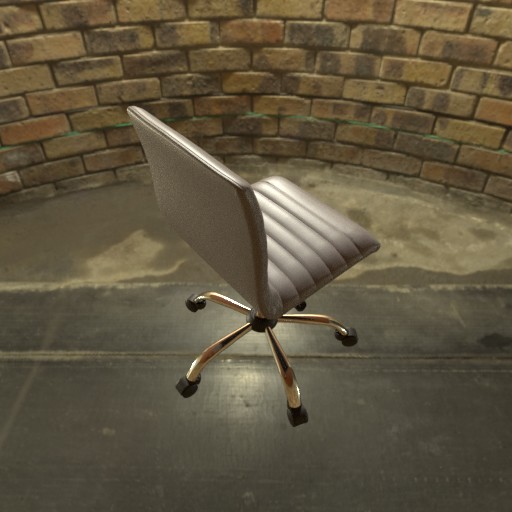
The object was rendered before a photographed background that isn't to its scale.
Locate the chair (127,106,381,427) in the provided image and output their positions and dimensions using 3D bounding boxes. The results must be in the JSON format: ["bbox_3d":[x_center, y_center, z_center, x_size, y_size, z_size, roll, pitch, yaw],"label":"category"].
[{"bbox_3d":[0.000,0.000,1.112,0.542,0.750,0.569,-27,48,-27],"label":"chair"}]
